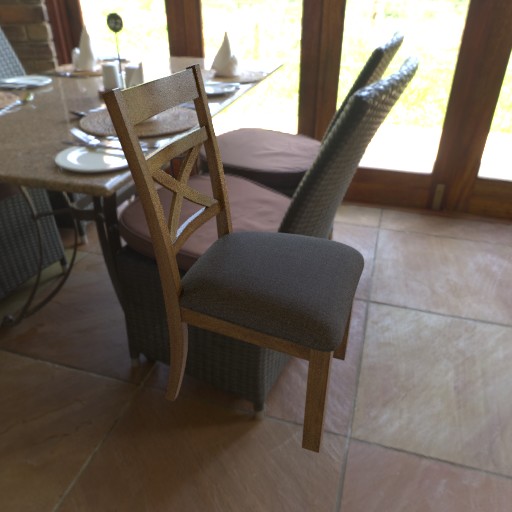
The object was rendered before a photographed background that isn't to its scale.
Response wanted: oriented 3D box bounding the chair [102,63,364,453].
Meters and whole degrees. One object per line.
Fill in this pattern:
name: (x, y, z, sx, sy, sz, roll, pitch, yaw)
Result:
chair: (0.000, 0.000, 1.273, 0.581, 0.949, 0.470, 11, 33, 17)
